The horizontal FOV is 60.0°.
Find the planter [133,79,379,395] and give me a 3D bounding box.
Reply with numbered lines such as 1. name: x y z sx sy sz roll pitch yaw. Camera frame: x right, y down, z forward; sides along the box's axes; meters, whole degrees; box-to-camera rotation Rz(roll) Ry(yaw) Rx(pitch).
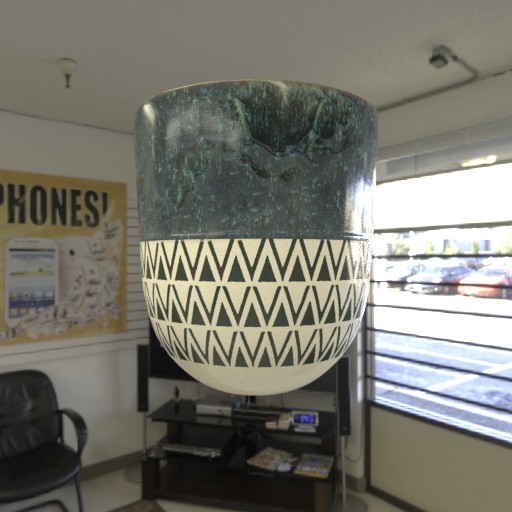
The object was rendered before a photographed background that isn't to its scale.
1. planter: 0.000 0.000 0.364 0.195 0.214 0.195 0 0 0
